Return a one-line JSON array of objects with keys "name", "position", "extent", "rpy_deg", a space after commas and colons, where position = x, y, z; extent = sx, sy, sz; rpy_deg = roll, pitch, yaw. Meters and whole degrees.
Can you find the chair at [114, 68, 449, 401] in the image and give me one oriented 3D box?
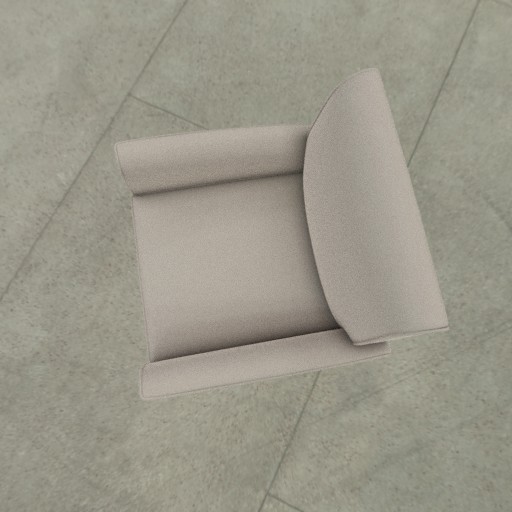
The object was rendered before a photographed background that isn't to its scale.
[{"name": "chair", "position": [0.000, 0.000, 1.535], "extent": [0.820, 0.915, 0.820], "rpy_deg": [-9, 76, -2]}]
